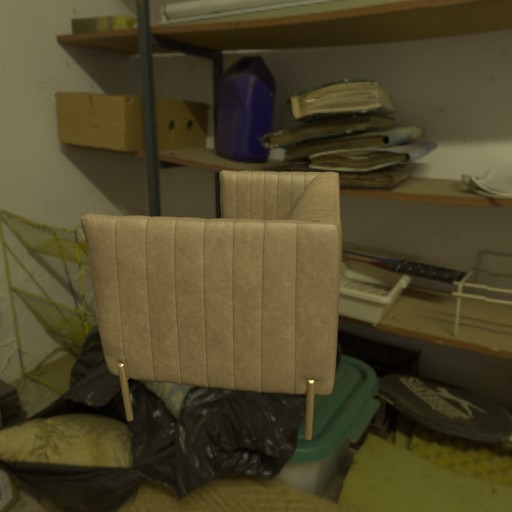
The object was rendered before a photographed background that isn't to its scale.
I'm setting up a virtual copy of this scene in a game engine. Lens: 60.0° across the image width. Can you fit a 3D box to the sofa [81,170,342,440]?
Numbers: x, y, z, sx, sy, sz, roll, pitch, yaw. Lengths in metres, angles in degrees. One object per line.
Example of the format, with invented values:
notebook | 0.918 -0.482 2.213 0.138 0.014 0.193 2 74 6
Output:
sofa | 0.000 0.000 2.410 0.876 0.779 1.980 3 16 10
